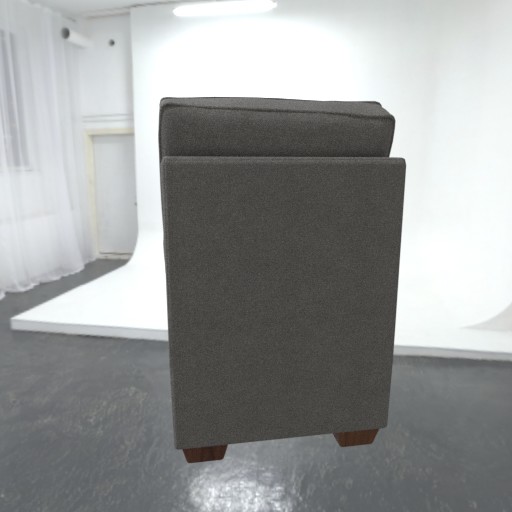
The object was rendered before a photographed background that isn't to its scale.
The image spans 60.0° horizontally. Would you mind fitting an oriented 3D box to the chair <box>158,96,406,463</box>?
[{"bbox_3d":[0.000,0.000,1.564,0.621,0.970,0.938,-2,11,-10],"label":"chair"}]
